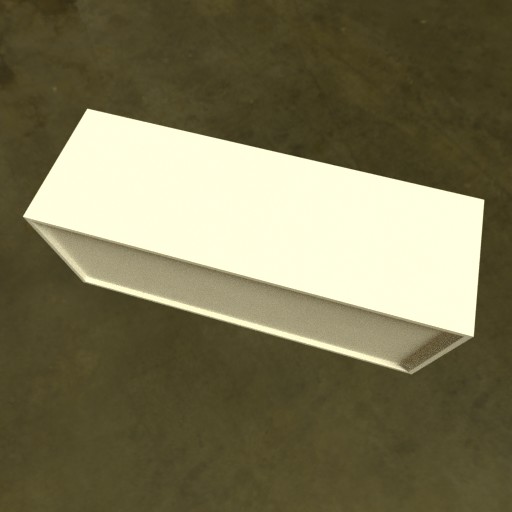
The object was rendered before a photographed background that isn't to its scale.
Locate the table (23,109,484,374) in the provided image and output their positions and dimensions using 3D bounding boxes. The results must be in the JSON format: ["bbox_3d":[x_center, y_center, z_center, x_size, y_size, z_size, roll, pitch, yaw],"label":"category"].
[{"bbox_3d":[0.000,0.000,1.867,1.500,0.769,0.508,15,65,7],"label":"table"}]
